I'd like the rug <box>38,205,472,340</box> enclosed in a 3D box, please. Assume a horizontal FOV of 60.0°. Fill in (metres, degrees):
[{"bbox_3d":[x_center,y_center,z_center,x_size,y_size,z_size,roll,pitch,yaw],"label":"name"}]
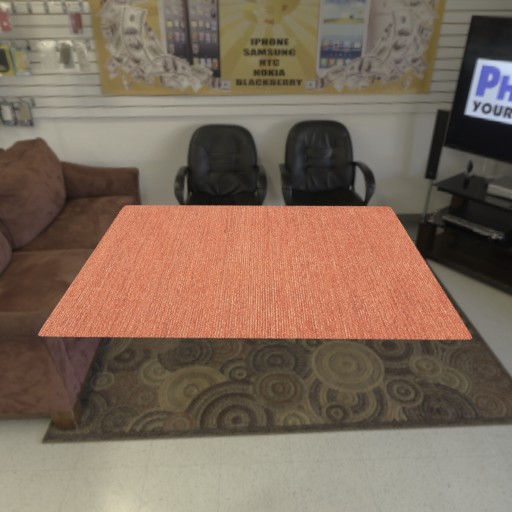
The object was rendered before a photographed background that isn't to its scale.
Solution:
[{"bbox_3d":[0.000,0.000,2.827,2.112,0.009,1.594,0,30,1],"label":"rug"}]
